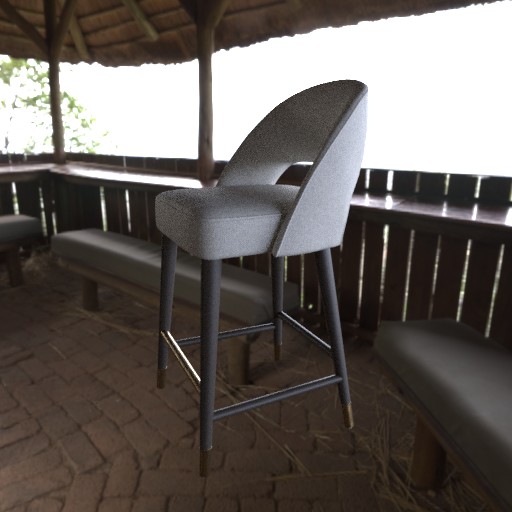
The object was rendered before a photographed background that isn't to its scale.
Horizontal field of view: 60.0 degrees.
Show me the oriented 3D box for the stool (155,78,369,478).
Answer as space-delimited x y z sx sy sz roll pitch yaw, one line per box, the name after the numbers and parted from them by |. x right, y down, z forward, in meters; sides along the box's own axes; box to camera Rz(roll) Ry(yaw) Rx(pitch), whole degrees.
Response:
0.000 0.000 1.236 0.509 0.940 0.494 -7 17 -25 | stool
